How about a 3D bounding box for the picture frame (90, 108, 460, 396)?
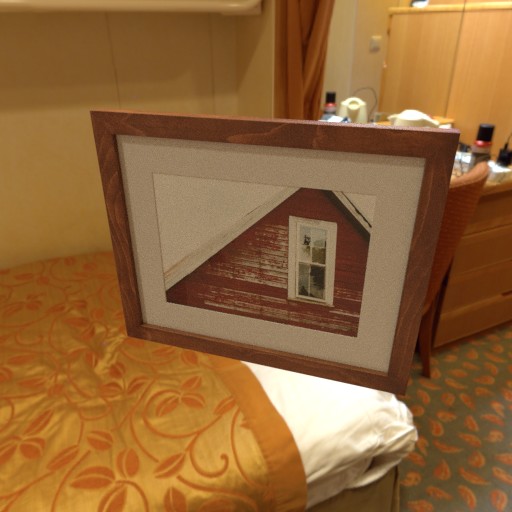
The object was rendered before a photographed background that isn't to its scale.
[{"bbox_3d":[0.000,0.000,0.761,0.559,0.457,0.025,8,29,16],"label":"picture frame"}]
